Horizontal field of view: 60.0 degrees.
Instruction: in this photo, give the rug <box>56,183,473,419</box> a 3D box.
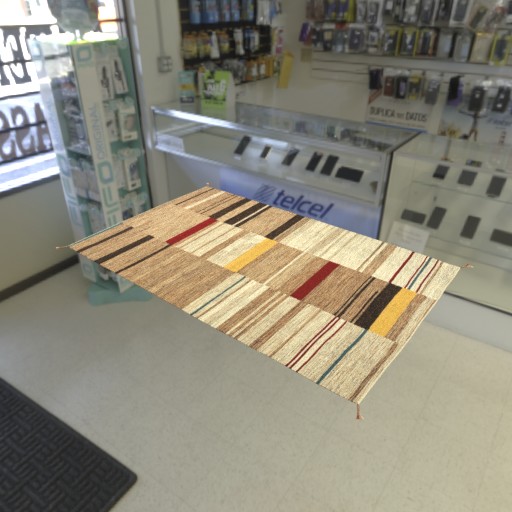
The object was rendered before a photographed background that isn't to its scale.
[{"bbox_3d":[0.000,0.000,2.400,1.918,0.007,1.268,22,37,32],"label":"rug"}]
